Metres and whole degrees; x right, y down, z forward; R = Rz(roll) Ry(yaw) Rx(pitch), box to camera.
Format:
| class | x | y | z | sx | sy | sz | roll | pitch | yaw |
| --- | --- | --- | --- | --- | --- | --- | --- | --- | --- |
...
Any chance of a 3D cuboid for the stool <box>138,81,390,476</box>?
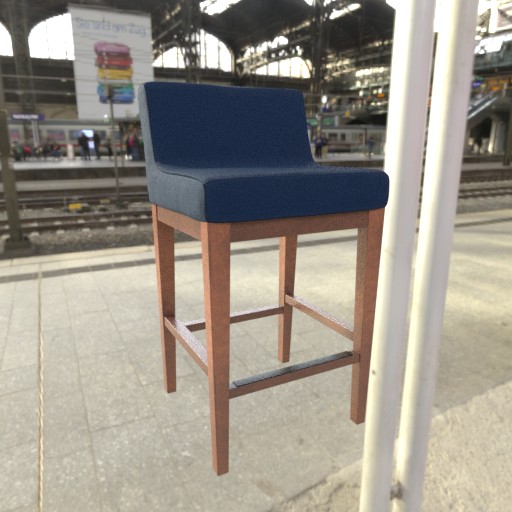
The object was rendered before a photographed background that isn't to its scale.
| class | x | y | z | sx | sy | sz | roll | pitch | yaw |
| --- | --- | --- | --- | --- | --- | --- | --- | --- | --- |
| stool | 0.000 | 0.000 | 1.252 | 0.511 | 0.945 | 0.516 | -8 | 16 | -27 |
